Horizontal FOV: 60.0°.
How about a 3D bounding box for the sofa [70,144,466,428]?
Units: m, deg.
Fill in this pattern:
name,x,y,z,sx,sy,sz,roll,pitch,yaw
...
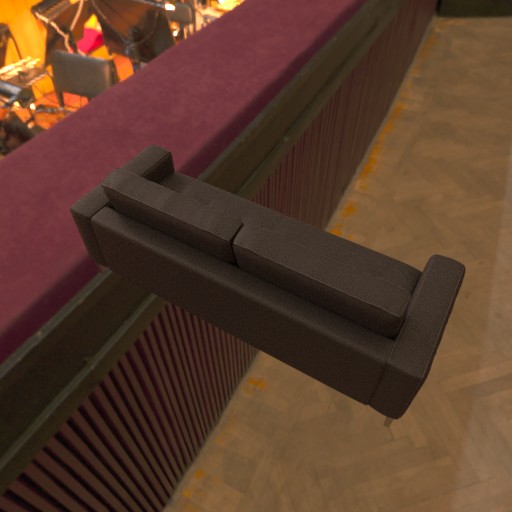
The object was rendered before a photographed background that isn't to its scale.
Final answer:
name,x,y,z,sx,sy,sz,roll,pitch,yaw
sofa,0.000,0.000,2.744,2.275,0.893,0.833,24,53,20
